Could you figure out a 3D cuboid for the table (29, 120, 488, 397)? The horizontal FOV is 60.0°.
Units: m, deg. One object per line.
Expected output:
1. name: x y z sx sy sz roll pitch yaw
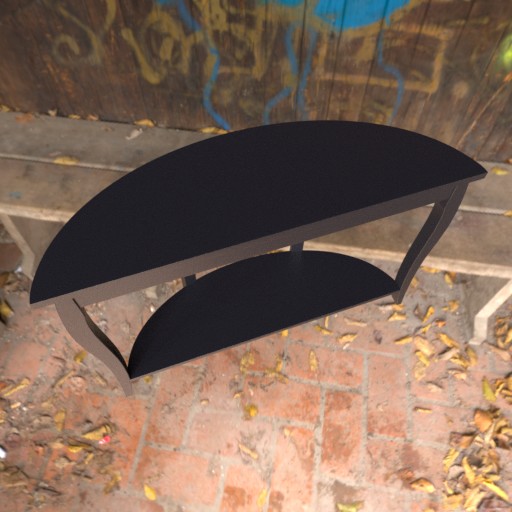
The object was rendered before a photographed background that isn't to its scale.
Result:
1. table: 0.000 0.000 1.537 1.219 0.780 0.394 -17 58 -11
